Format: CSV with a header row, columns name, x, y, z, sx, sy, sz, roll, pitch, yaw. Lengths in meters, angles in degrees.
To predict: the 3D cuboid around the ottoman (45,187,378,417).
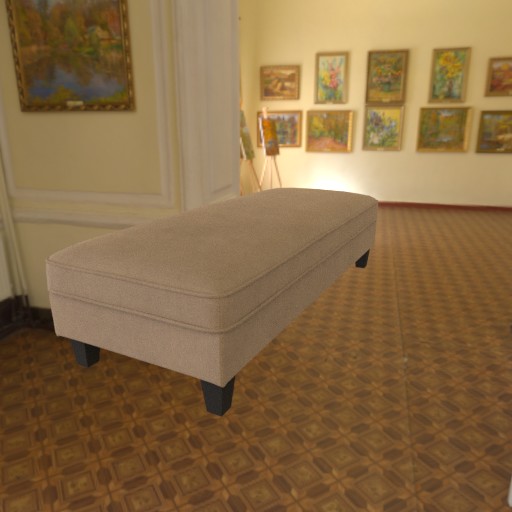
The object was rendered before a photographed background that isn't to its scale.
name,x,y,z,sx,sy,sz,roll,pitch,yaw
ottoman,0.000,0.000,2.043,0.735,0.460,1.726,9,19,27
